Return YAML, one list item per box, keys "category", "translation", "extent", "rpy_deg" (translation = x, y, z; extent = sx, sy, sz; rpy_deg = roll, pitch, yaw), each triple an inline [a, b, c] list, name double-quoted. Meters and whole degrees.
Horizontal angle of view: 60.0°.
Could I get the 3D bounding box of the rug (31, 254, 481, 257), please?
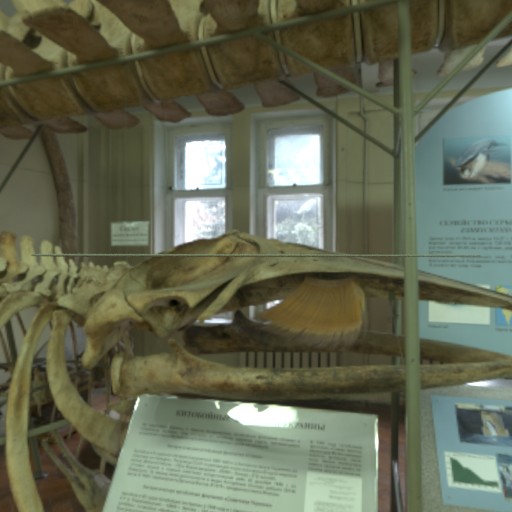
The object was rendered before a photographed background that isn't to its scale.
- category: "rug"
  translation: [0.000, 0.000, 3.614]
  extent: [3.048, 0.011, 1.546]
  rpy_deg: [0, 0, -17]
